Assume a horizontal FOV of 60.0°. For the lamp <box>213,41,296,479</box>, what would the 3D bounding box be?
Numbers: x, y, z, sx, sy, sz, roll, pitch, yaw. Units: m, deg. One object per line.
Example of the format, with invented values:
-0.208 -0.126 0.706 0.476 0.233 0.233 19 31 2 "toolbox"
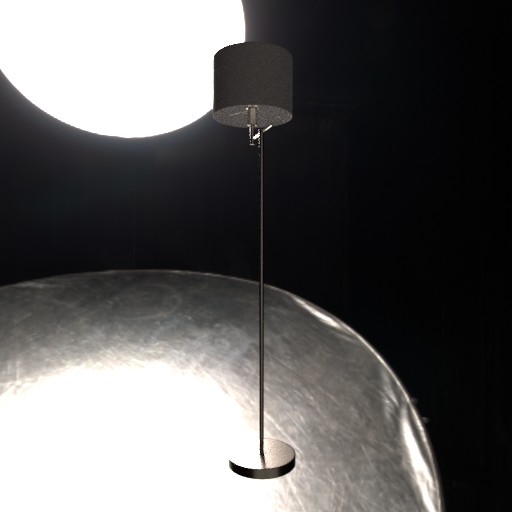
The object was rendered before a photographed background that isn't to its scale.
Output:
0.000 0.000 1.780 0.324 1.600 0.416 0 1 -18 "lamp"
